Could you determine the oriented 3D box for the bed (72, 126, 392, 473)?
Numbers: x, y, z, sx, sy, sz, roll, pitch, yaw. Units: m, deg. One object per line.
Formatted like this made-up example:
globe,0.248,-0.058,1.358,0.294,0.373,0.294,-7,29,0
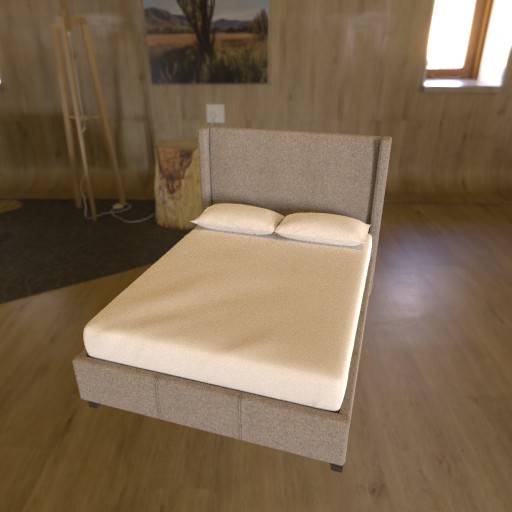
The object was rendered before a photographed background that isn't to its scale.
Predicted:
bed,0.000,0.000,3.339,1.714,1.476,2.245,8,27,16
